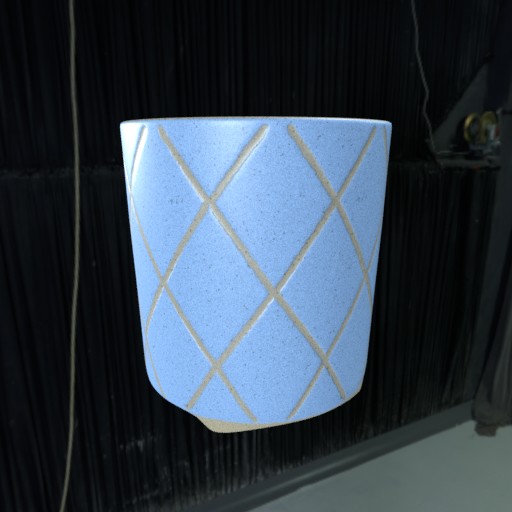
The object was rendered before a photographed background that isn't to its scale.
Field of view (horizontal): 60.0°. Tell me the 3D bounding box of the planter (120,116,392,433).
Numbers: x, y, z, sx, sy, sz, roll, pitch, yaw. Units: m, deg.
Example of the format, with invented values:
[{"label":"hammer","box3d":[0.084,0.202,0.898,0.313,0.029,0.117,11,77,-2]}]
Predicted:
[{"label":"planter","box3d":[0.000,0.000,0.349,0.191,0.200,0.191,0,14,0]}]
